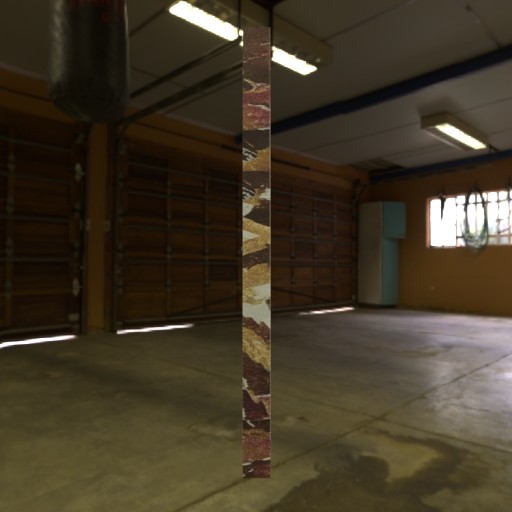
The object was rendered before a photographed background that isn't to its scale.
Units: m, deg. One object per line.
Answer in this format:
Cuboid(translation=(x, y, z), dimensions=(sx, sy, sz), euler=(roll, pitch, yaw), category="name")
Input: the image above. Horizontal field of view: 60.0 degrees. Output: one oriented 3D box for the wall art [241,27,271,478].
Cuboid(translation=(0.000, 0.000, 0.907), dimensions=(0.041, 0.613, 0.609), euler=(0, -2, 0), category="wall art")
